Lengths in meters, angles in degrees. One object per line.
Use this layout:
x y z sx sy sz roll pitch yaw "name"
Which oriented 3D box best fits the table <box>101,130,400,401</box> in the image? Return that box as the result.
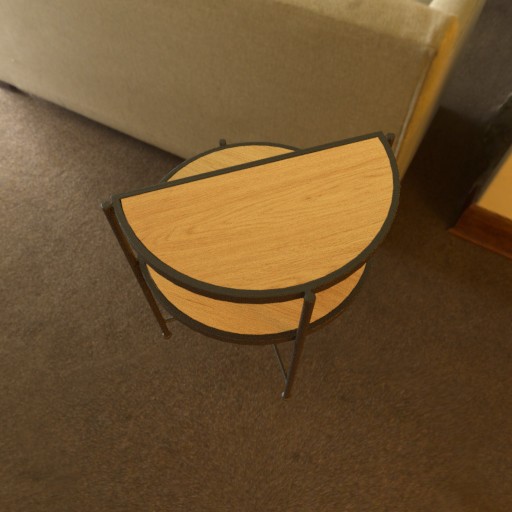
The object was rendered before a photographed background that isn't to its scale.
0.000 0.000 1.182 0.629 0.684 0.628 -15 60 -9 "table"
